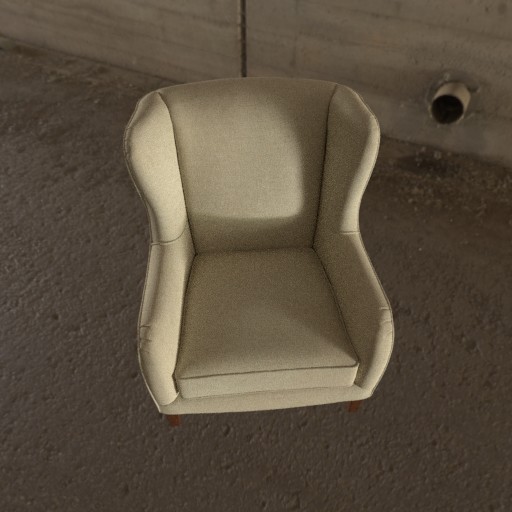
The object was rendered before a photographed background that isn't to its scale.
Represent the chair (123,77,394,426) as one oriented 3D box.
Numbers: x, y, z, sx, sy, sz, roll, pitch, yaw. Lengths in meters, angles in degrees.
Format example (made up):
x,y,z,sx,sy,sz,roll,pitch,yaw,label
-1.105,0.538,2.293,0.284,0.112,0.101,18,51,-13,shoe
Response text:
x,y,z,sx,sy,sz,roll,pitch,yaw,label
0.000,0.000,1.730,0.838,1.040,0.966,-3,46,-3,chair
